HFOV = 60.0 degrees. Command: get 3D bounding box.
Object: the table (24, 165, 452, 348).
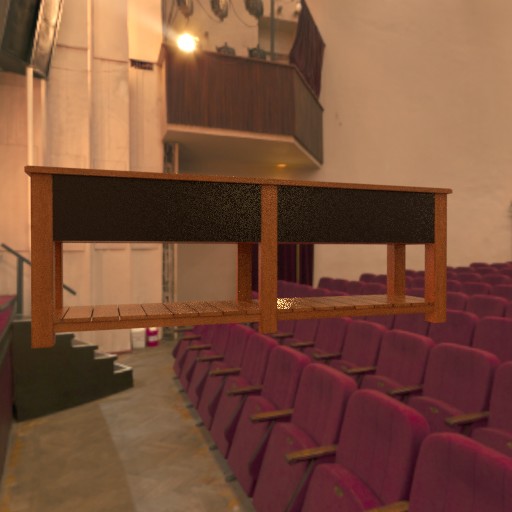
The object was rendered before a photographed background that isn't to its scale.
[{"bbox_3d":[0.000,0.000,2.011,1.815,0.635,0.425,0,1,-19],"label":"table"}]
